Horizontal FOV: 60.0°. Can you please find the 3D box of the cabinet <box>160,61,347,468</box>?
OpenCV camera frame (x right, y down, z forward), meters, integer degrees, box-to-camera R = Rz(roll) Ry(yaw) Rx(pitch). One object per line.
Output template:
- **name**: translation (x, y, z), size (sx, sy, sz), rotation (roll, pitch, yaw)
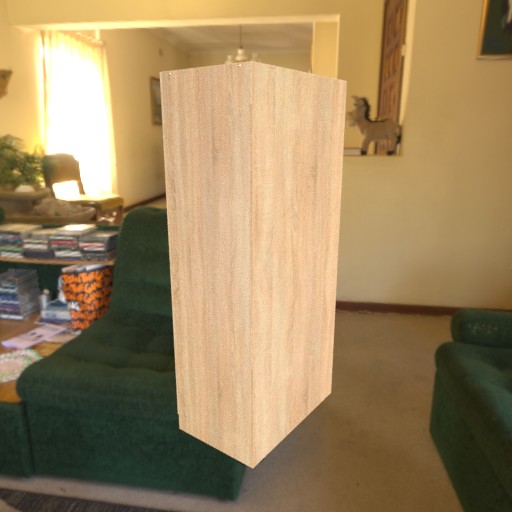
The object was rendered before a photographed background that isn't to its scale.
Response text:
- **cabinet**: translation (0.000, 0.000, 2.847), size (1.094, 2.120, 1.327), rotation (-2, 16, -8)
